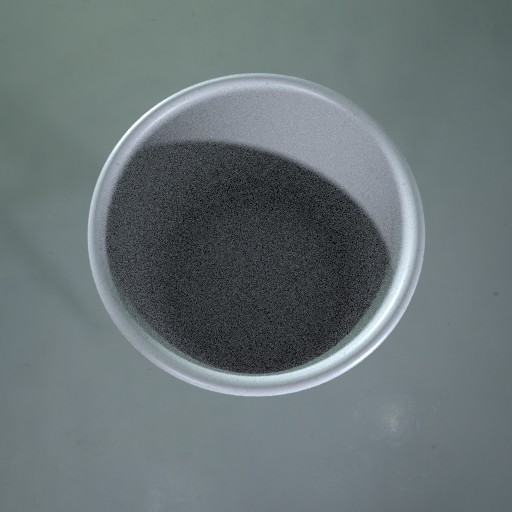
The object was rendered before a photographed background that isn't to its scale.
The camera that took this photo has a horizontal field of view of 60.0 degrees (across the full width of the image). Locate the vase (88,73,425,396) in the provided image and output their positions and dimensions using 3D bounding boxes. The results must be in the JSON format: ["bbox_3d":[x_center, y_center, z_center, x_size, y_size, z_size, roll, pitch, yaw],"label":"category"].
[{"bbox_3d":[0.000,0.000,0.239,0.137,0.127,0.137,0,76,0],"label":"vase"}]
